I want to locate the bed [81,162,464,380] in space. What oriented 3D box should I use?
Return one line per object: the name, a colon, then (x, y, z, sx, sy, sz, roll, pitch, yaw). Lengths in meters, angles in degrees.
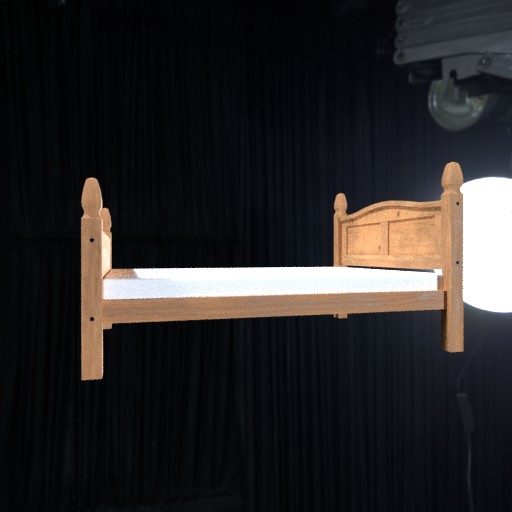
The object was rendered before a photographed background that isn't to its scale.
bed: (0.000, 0.000, 2.981, 2.069, 1.100, 1.490, 0, 0, -17)
